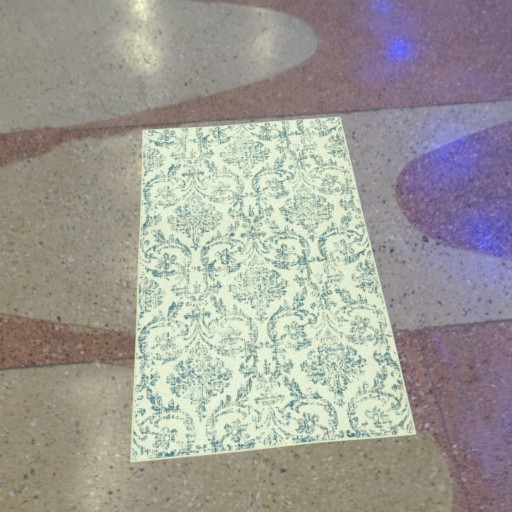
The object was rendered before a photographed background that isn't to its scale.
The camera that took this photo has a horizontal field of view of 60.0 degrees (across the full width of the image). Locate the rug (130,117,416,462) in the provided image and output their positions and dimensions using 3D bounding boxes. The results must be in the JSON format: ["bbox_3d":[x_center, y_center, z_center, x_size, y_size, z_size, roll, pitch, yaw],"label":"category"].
[{"bbox_3d":[0.000,0.000,3.426,1.819,0.018,2.746,-5,63,-2],"label":"rug"}]
